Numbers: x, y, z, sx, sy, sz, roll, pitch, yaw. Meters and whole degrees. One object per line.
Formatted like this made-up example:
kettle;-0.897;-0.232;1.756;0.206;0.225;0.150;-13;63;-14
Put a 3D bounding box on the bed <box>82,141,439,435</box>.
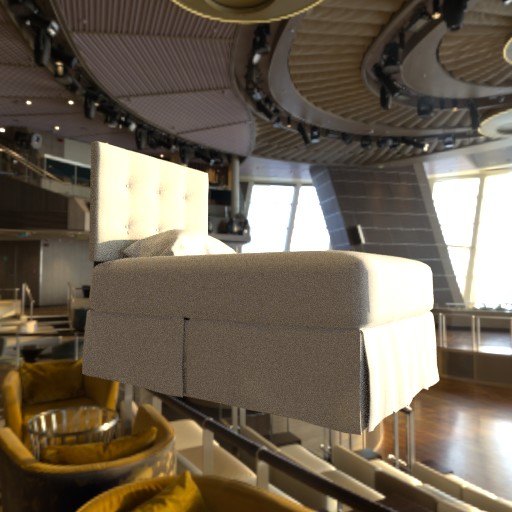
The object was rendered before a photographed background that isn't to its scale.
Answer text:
bed;0.000;0.000;2.879;1.997;1.571;1.261;-2;-3;35
